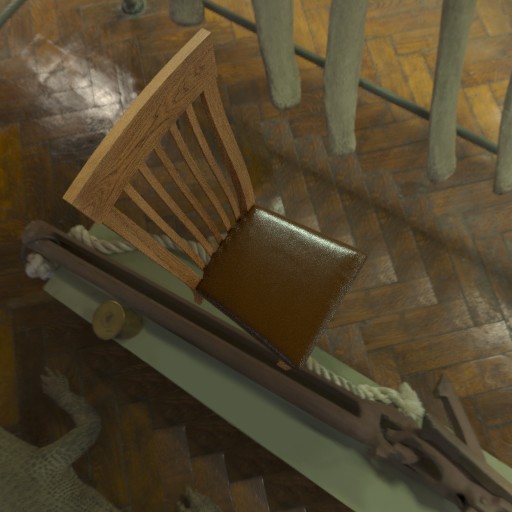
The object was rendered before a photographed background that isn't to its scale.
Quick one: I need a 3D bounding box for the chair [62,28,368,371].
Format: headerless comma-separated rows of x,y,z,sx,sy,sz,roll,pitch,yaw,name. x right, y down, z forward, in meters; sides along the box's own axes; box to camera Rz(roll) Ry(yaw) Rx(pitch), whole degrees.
0.000,0.000,1.324,0.580,1.050,0.450,32,76,9,chair
